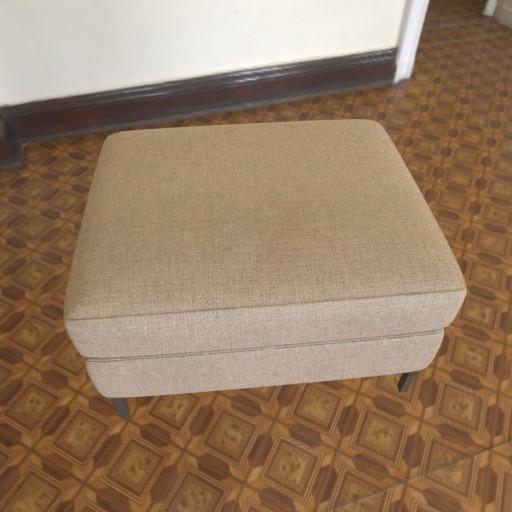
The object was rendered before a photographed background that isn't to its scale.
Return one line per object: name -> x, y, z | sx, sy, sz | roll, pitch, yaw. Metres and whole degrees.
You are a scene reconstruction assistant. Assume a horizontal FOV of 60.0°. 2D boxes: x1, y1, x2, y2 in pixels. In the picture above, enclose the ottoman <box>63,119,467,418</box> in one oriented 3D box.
ottoman -> 0.000, 0.000, 1.198 | 0.820, 0.490, 0.671 | -4, 47, -4
